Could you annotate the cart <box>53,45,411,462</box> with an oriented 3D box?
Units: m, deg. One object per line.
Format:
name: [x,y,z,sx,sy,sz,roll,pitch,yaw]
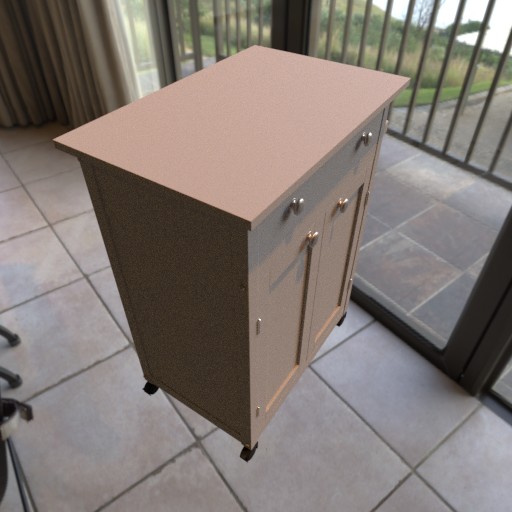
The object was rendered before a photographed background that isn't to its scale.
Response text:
cart: [0.000,0.000,1.222,0.442,0.864,0.683,24,47,24]
